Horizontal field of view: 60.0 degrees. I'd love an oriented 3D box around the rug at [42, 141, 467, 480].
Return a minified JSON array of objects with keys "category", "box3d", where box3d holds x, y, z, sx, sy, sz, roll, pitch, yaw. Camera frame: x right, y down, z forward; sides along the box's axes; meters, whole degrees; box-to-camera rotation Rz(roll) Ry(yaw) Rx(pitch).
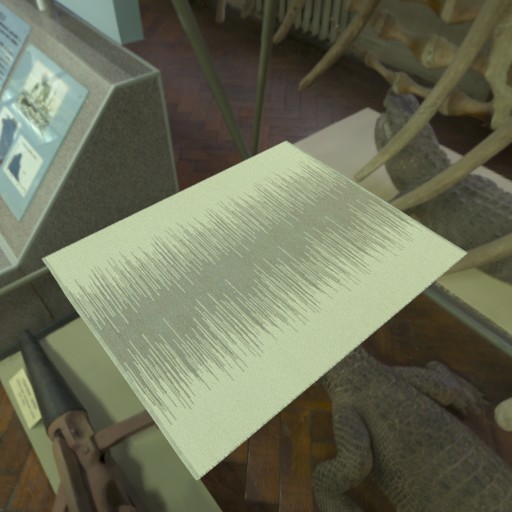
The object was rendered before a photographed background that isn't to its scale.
[{"category":"rug","box3d":[0.000,0.000,4.045,3.037,0.010,2.453,-32,54,-26]}]
